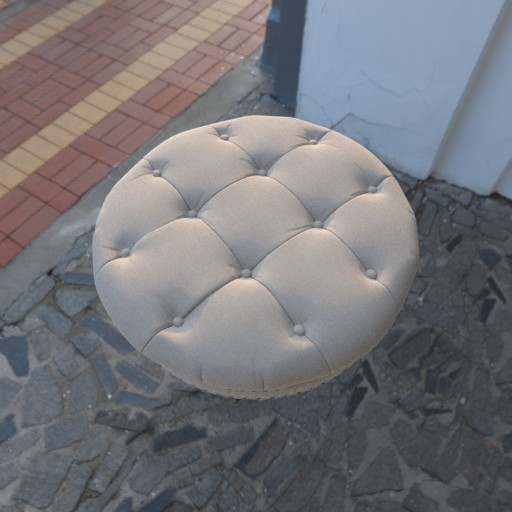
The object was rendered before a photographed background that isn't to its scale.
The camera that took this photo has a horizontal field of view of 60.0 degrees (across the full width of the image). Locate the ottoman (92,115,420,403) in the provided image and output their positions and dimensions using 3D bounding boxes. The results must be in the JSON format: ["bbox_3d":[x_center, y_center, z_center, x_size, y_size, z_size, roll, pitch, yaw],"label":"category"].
[{"bbox_3d":[0.000,0.000,1.360,0.901,0.439,0.901,0,57,0],"label":"ottoman"}]
